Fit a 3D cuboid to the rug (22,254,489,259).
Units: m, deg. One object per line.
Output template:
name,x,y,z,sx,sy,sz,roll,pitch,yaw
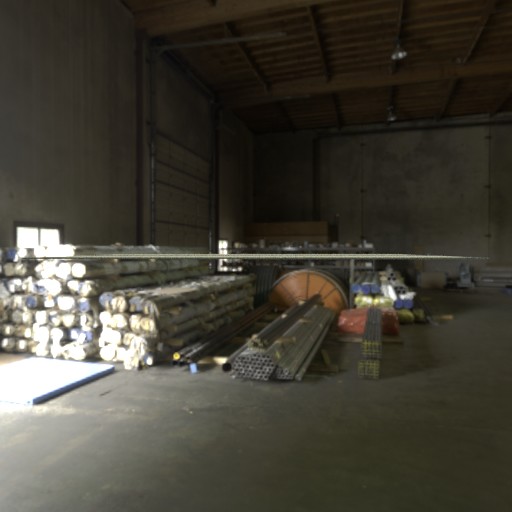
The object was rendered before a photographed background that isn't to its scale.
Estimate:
rug,0.000,0.000,2.356,1.854,0.006,1.234,0,1,1
